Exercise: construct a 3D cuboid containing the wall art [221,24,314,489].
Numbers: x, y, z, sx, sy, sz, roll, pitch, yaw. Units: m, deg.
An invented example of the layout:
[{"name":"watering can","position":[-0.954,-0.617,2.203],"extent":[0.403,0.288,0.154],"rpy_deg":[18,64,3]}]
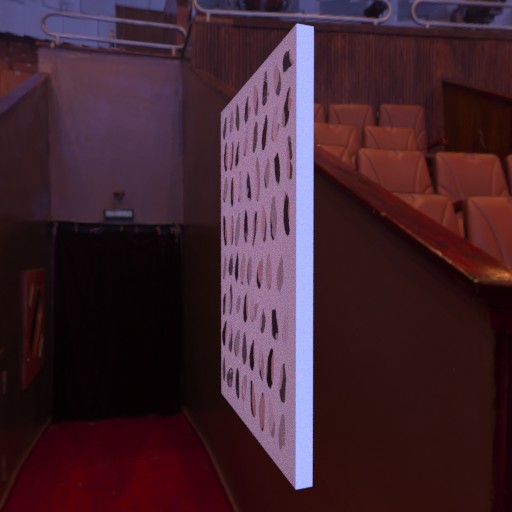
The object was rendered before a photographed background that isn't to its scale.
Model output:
[{"name":"wall art","position":[0.000,0.000,1.165],"extent":[0.037,0.916,0.610],"rpy_deg":[0,1,-18]}]
